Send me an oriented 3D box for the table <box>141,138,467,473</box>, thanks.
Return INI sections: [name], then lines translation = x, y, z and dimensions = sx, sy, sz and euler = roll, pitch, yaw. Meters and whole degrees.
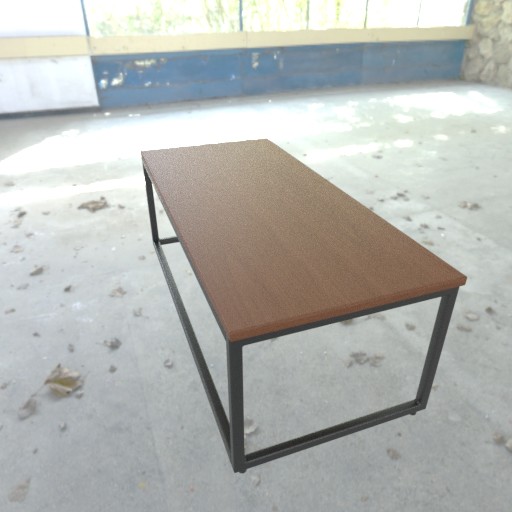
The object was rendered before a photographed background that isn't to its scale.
[table]
translation = 0.000, 0.000, 1.361
dimensions = 0.500, 0.400, 1.100
euler = -11, 32, -17
